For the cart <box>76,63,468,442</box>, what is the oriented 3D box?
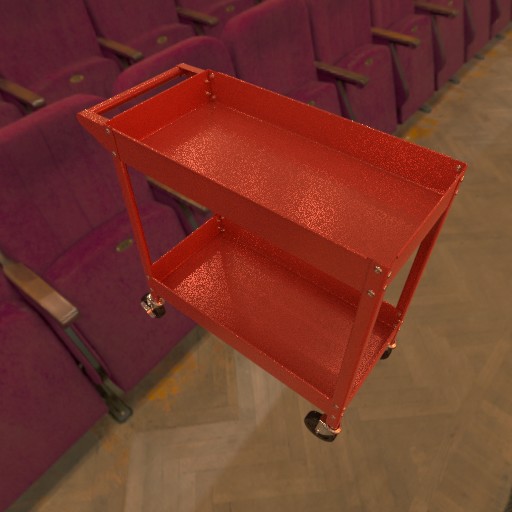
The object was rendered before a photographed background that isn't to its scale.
[{"bbox_3d":[0.000,0.000,1.168,0.779,0.719,0.366,30,54,25],"label":"cart"}]
